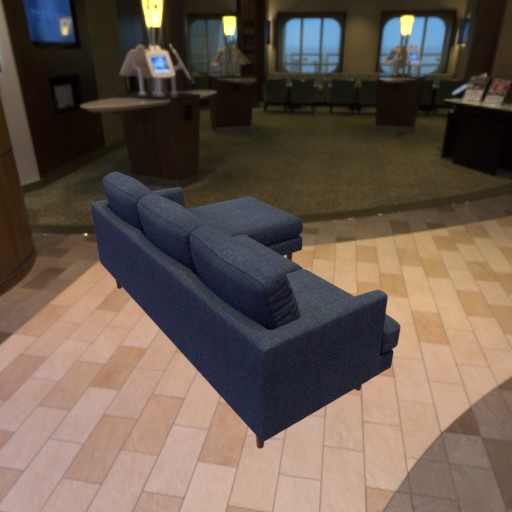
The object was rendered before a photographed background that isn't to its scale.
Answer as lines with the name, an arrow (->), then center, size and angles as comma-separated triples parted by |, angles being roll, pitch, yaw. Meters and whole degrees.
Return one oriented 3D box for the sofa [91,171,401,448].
sofa -> 0.000, 0.000, 3.028 | 1.504, 0.956, 2.233 | -17, 30, -32
